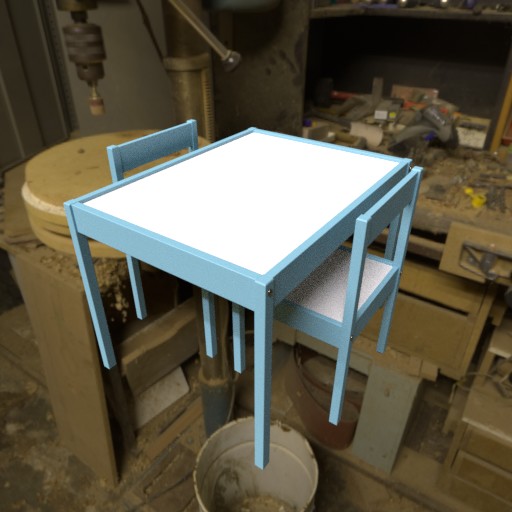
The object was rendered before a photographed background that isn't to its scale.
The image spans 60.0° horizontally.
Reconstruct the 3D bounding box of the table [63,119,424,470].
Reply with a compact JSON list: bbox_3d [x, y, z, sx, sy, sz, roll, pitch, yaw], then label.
[{"bbox_3d":[0.000,0.000,1.084,0.633,0.503,0.639,21,38,29],"label":"table"}]
